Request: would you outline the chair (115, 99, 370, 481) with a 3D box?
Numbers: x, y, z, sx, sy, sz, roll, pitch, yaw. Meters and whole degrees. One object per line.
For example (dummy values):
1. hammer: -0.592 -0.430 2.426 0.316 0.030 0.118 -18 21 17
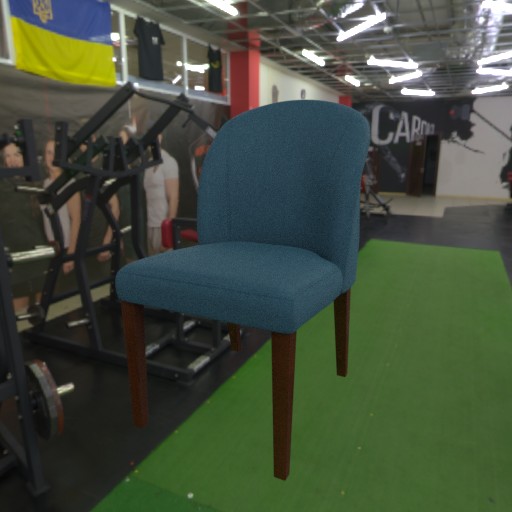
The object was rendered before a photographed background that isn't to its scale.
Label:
1. chair: 0.000 0.000 1.242 0.507 0.879 0.620 7 16 26
